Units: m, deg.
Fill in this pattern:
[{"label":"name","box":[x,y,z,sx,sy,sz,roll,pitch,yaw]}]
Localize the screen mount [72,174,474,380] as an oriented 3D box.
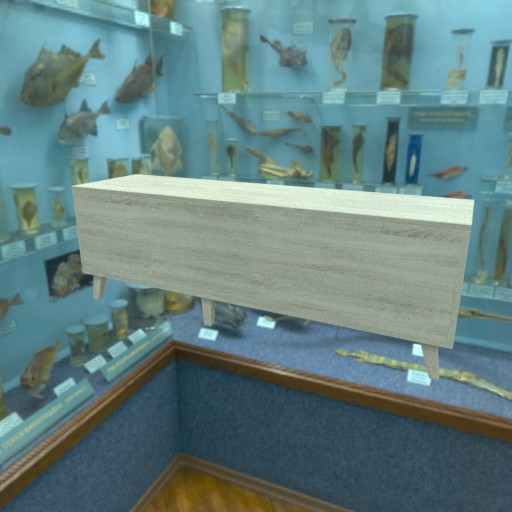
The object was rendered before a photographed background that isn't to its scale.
[{"label":"screen mount","box":[0.000,0.000,1.767,1.500,0.510,0.400,9,20,25]}]
